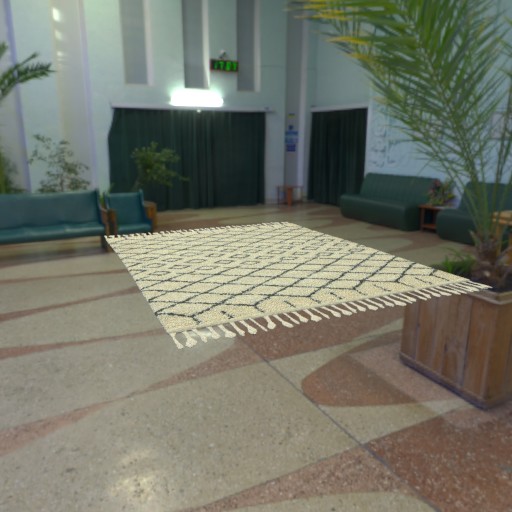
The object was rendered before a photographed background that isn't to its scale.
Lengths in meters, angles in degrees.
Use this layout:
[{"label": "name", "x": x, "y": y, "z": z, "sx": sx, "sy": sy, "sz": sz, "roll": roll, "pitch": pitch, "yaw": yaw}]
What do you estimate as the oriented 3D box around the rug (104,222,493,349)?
[{"label": "rug", "x": 0.000, "y": 0.000, "z": 4.185, "sx": 2.388, "sy": 0.030, "sz": 3.213, "roll": -6, "pitch": 16, "yaw": -24}]
